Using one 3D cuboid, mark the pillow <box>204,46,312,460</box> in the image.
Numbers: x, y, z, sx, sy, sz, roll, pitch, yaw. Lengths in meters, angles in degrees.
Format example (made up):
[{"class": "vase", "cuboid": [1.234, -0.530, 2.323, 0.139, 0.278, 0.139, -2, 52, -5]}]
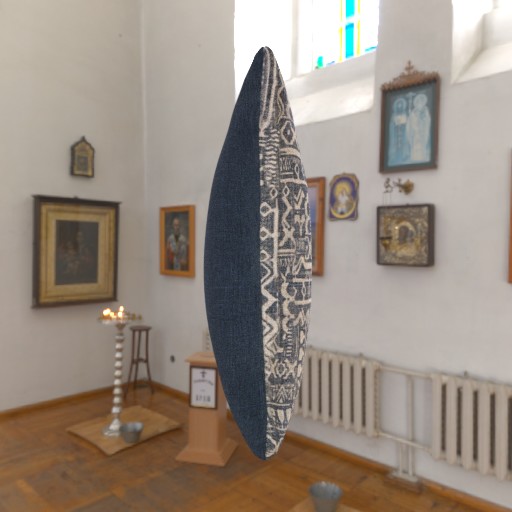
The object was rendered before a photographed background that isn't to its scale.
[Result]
[{"class": "pillow", "cuboid": [0.000, 0.000, 0.777, 0.180, 0.487, 0.546, 0, -1, -2]}]
